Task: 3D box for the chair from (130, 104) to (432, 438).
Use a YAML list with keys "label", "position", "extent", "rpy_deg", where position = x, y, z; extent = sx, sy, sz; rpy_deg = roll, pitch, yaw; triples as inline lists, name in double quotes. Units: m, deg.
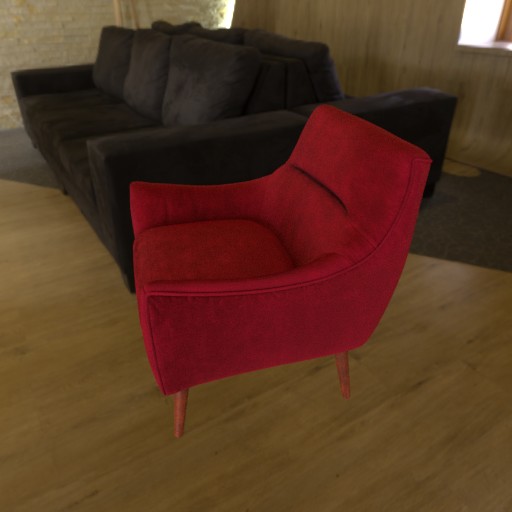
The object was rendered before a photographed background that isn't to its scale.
- label: "chair"
  position: [0.000, 0.000, 1.467]
  extent: [0.787, 0.838, 0.762]
  rpy_deg: [-8, 31, -14]
